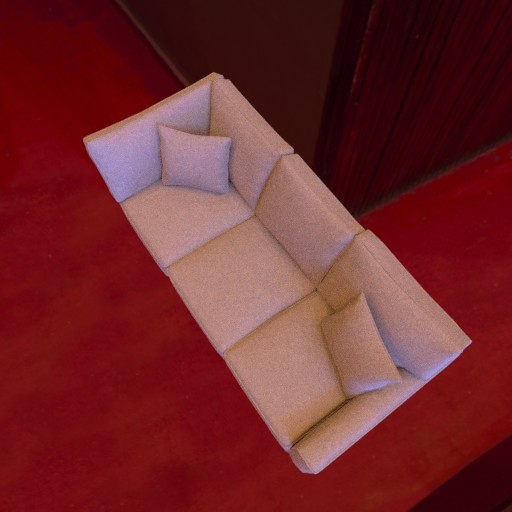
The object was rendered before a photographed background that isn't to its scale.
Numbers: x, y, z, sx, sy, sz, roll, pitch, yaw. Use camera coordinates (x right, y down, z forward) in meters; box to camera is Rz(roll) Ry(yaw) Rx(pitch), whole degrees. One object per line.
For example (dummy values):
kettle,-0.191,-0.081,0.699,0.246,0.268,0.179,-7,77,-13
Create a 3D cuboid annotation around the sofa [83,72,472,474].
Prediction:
sofa,0.000,0.000,2.749,1.061,0.962,2.317,-32,68,-14
